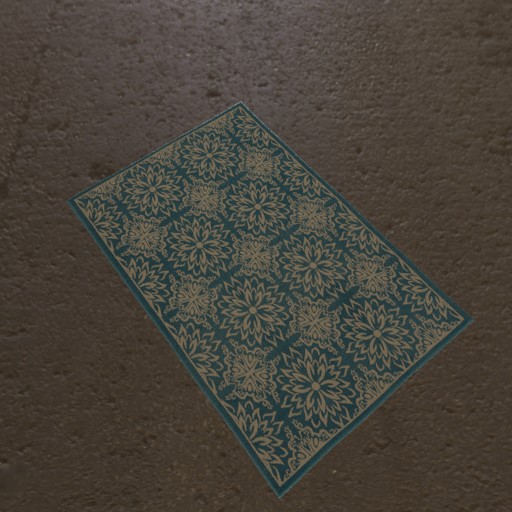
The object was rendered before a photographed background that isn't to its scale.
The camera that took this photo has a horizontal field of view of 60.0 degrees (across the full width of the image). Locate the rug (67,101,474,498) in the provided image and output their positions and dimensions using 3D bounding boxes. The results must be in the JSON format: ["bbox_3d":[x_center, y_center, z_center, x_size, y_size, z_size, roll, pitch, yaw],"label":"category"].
[{"bbox_3d":[0.000,0.000,2.279,1.211,0.012,1.833,-35,68,-17],"label":"rug"}]
